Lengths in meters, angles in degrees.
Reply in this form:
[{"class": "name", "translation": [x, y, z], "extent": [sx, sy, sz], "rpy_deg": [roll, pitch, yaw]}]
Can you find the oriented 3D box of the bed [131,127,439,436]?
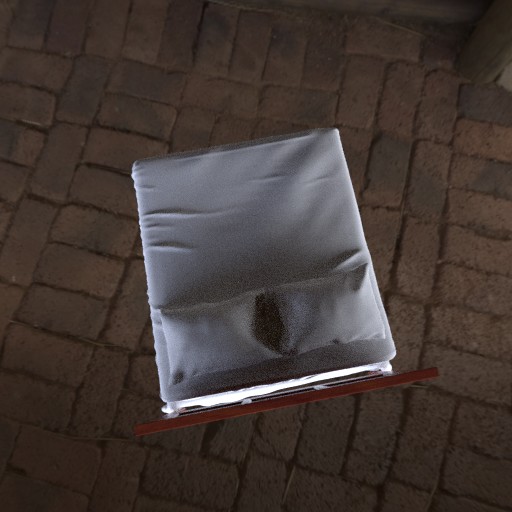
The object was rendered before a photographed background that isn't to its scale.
[{"class": "bed", "translation": [0.000, 0.000, 3.229], "extent": [1.870, 1.270, 2.050], "rpy_deg": [-10, 75, -3]}]
